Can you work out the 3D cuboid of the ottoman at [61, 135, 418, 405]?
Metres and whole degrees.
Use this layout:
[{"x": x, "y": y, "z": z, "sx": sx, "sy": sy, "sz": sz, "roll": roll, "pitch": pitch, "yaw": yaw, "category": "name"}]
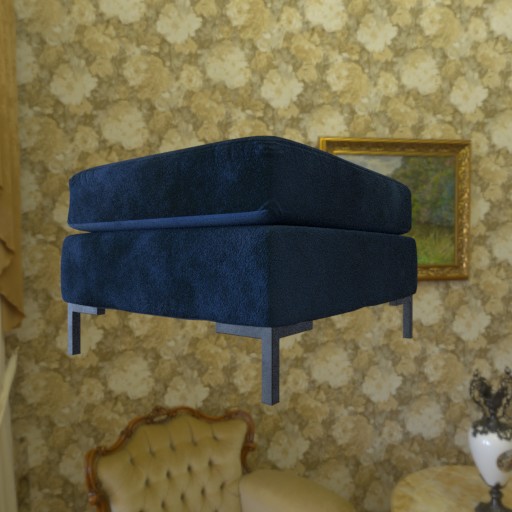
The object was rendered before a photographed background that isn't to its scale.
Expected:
[{"x": 0.000, "y": 0.000, "z": 1.208, "sx": 0.655, "sy": 0.485, "sz": 0.794, "roll": 0, "pitch": 1, "yaw": 37, "category": "ottoman"}]
